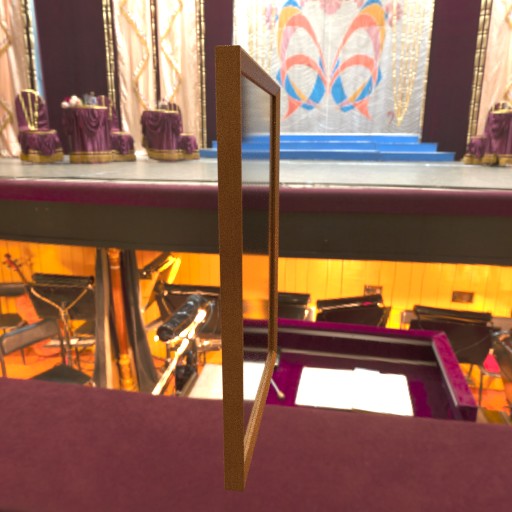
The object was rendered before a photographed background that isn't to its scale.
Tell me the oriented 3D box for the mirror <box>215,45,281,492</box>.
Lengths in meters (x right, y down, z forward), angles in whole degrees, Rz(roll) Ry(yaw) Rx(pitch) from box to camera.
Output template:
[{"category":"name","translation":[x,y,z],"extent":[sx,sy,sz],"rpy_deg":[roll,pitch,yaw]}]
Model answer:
[{"category":"mirror","translation":[0.000,0.000,0.920],"extent":[0.039,0.710,0.507],"rpy_deg":[2,15,9]}]
